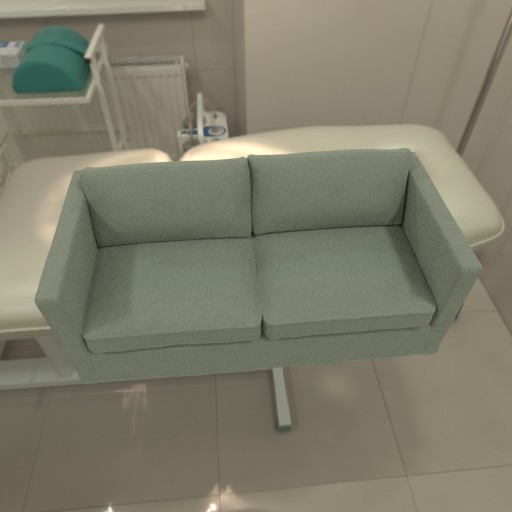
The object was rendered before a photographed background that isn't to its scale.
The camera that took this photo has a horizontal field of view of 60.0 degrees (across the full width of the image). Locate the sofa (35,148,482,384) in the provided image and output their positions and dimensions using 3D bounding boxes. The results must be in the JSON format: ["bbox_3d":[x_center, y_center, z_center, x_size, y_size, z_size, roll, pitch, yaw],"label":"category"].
[{"bbox_3d":[0.000,0.000,2.429,1.987,0.870,0.940,-4,47,-4],"label":"sofa"}]
